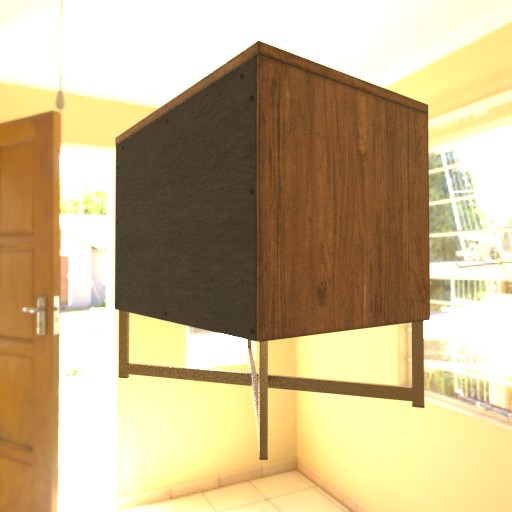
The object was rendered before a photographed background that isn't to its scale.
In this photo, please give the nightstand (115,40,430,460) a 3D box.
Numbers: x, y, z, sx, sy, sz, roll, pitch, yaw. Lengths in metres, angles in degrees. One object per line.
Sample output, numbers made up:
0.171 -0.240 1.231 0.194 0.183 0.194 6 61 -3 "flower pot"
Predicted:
0.000 0.000 1.013 0.446 0.610 0.610 1 -2 -37 "nightstand"
